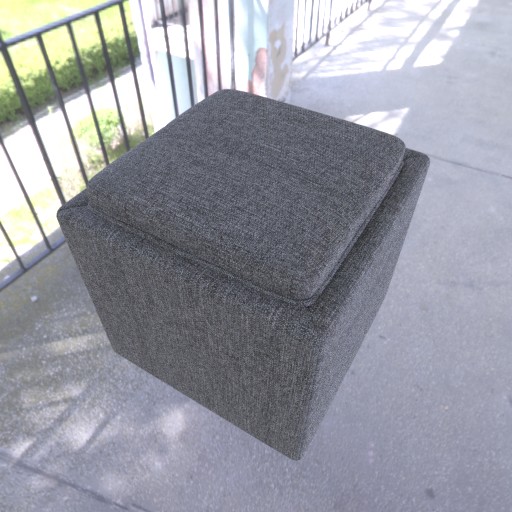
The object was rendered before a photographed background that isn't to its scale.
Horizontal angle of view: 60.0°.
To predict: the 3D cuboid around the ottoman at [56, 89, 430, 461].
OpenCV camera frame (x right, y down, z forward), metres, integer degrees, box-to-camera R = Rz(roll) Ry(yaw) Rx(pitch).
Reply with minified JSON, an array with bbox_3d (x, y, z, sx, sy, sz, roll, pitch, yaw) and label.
[{"bbox_3d":[0.000,0.000,0.837,0.450,0.460,0.450,24,51,21],"label":"ottoman"}]
